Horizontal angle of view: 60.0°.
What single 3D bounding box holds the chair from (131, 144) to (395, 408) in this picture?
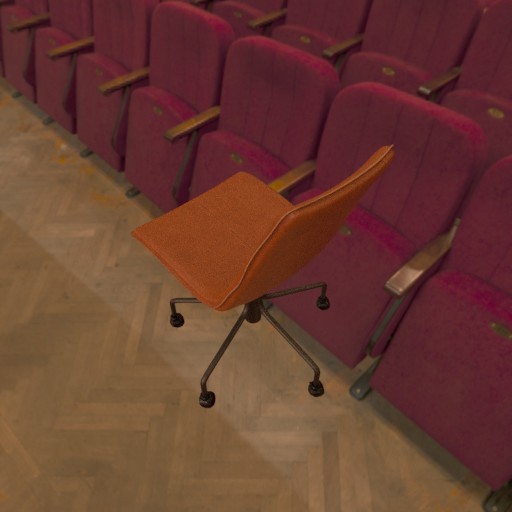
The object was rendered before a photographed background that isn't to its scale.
[{"bbox_3d":[0.000,0.000,1.350,0.651,0.920,0.660,-34,56,-27],"label":"chair"}]
